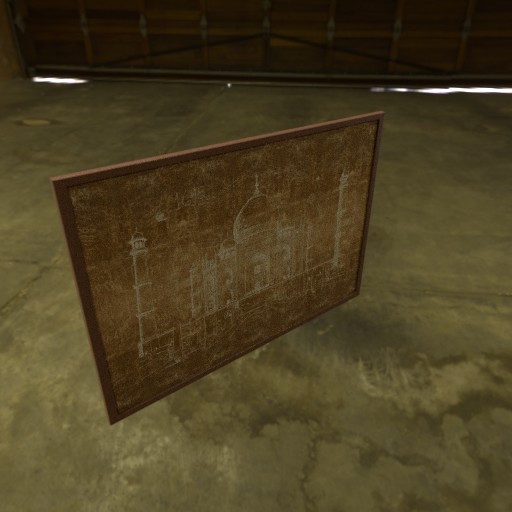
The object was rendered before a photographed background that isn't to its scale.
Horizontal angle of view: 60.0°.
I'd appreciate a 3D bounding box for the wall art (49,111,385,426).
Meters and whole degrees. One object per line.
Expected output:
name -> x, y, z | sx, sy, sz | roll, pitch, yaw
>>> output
wall art -> 0.000, 0.000, 0.850 | 0.660, 0.455, 0.014 | -21, 36, -32
